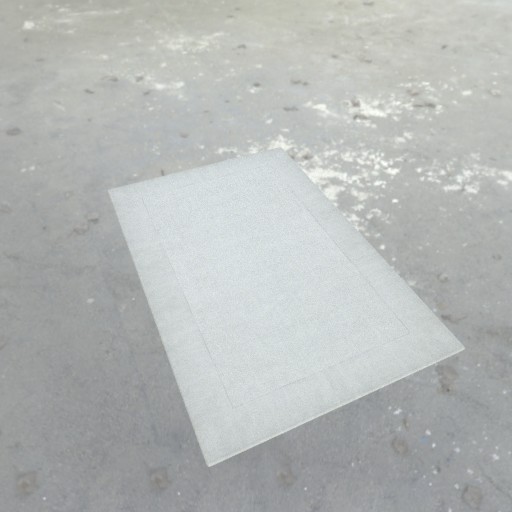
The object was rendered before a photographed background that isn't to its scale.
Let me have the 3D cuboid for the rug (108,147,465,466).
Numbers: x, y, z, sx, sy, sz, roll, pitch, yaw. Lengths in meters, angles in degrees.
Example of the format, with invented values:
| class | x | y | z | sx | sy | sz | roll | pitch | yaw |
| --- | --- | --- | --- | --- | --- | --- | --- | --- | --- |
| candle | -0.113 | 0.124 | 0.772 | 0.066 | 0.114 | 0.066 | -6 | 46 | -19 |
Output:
| class | x | y | z | sx | sy | sz | roll | pitch | yaw |
| --- | --- | --- | --- | --- | --- | --- | --- | --- | --- |
| rug | 0.000 | 0.000 | 2.379 | 1.219 | 0.013 | 1.829 | -18 | 48 | -17 |
